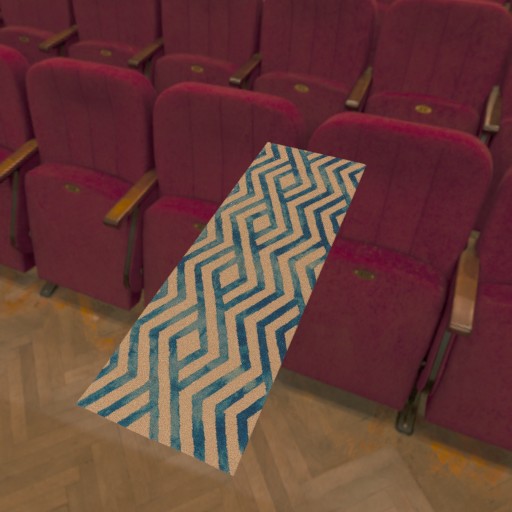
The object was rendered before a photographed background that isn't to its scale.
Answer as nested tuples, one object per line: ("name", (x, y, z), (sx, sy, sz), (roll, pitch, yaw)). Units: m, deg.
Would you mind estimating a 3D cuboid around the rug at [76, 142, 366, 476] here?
("rug", (0.000, 0.000, 1.685), (0.503, 0.007, 1.492), (17, 49, 15))
